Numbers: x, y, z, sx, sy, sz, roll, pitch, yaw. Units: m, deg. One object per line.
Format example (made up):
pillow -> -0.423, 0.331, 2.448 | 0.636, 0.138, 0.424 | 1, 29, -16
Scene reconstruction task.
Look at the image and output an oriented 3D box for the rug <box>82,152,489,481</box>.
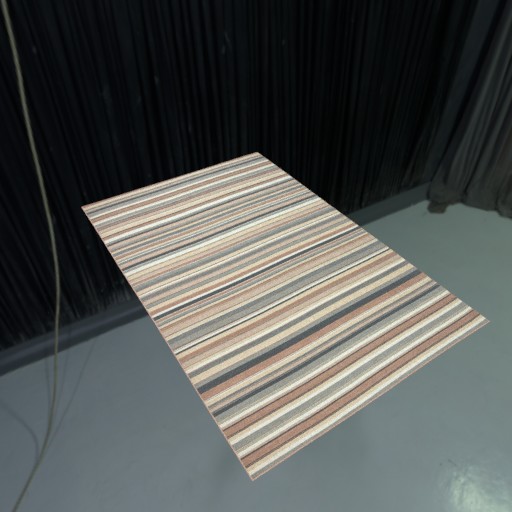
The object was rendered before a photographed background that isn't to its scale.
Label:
rug -> 0.000, 0.000, 2.241 | 1.219, 0.008, 1.829 | -23, 46, -24
